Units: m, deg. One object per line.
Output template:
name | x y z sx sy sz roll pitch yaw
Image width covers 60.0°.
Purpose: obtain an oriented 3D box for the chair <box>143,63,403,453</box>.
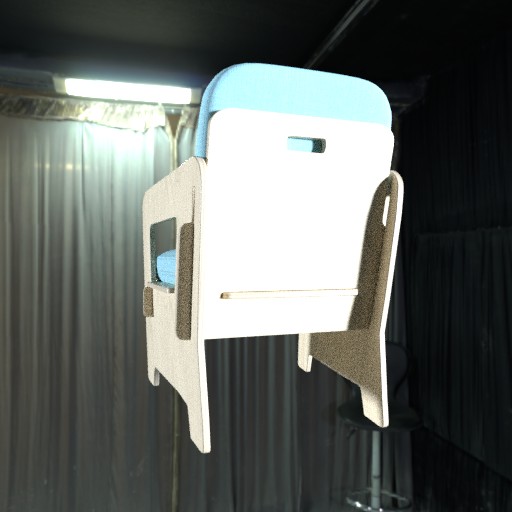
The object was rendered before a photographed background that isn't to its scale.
chair | 0.000 0.000 1.252 0.590 0.800 0.710 0 0 -19
